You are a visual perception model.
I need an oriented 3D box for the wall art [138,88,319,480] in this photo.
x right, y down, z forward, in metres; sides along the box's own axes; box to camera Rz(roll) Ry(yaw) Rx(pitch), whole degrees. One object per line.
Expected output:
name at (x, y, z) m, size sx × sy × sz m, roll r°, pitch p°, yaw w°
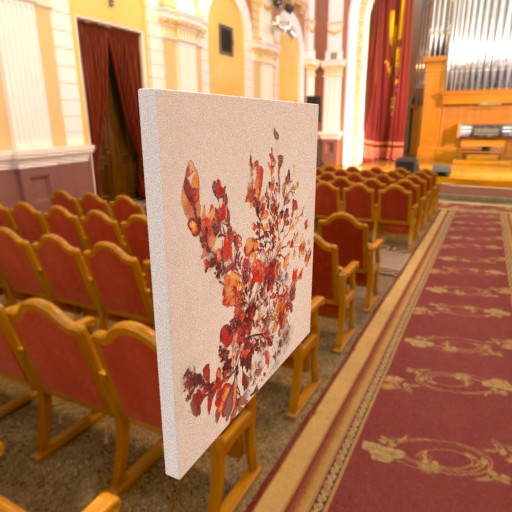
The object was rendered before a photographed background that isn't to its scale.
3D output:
wall art at (0.000, 0.000, 1.132) m, size 0.037 × 0.757 × 0.757 m, roll 8°, pitch 19°, yaw 26°
